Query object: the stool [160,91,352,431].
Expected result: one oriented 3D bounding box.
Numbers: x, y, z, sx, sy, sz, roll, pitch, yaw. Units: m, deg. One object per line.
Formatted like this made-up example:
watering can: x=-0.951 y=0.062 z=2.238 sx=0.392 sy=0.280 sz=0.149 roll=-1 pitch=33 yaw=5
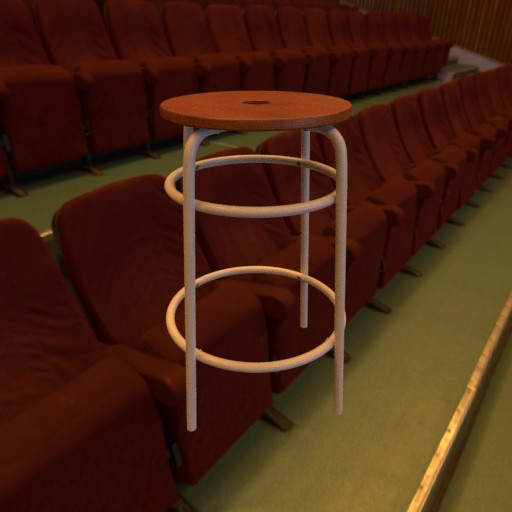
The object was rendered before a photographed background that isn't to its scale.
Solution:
stool: x=0.000 y=0.000 z=0.921 sx=0.455 sy=0.610 sz=0.455 roll=19 pitch=33 yaw=32
